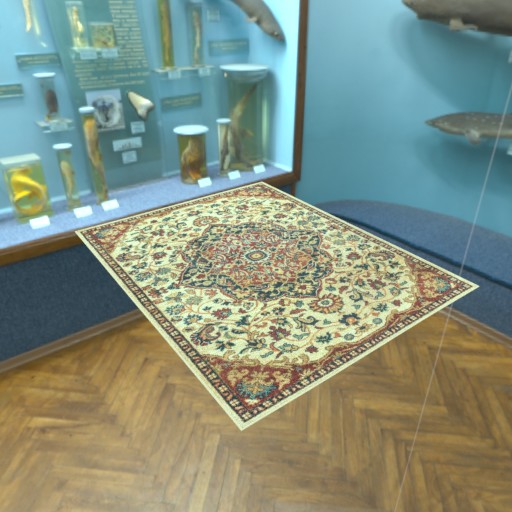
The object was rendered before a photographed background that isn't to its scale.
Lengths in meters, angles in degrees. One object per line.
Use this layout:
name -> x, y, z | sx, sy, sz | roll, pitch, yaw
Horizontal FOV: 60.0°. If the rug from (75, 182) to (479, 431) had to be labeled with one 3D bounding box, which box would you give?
rug -> 0.000, 0.000, 4.197 | 2.454, 0.005, 3.067 | -20, 36, -31
